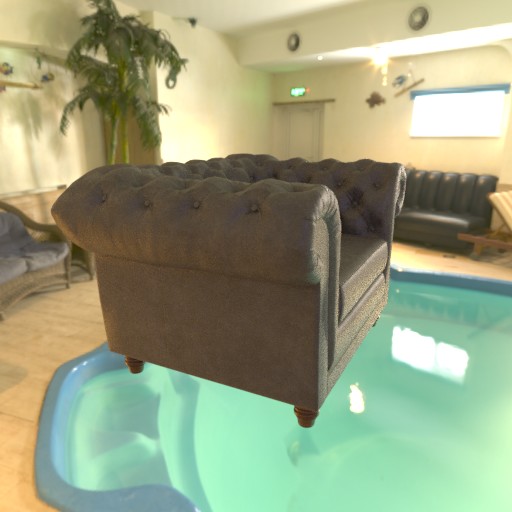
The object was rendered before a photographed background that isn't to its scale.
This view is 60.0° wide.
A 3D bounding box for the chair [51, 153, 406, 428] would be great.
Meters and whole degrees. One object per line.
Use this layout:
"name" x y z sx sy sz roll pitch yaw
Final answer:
"chair" 0.000 0.000 1.823 0.943 0.780 1.298 8 17 26
